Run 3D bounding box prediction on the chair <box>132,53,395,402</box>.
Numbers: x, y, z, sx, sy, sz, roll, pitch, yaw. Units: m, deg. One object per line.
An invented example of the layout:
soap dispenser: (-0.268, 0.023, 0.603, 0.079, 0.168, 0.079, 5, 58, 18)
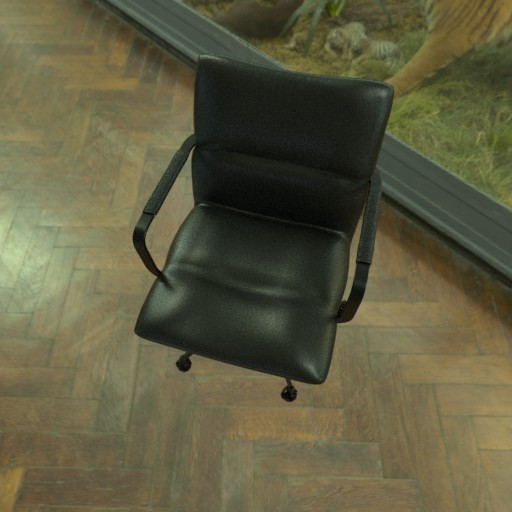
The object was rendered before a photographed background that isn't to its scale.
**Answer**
chair: (0.000, 0.000, 1.443, 0.719, 0.922, 0.748, 13, 58, 8)
